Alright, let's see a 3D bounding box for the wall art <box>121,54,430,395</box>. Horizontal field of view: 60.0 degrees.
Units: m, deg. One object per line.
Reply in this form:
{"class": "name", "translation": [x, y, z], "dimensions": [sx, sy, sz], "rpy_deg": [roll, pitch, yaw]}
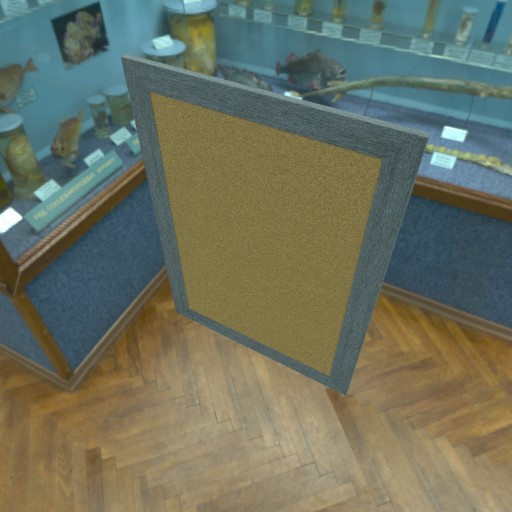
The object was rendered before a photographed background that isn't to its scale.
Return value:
{"class": "wall art", "translation": [0.000, 0.000, 1.374], "dimensions": [0.768, 1.070, 0.020], "rpy_deg": [22, 50, 20]}
